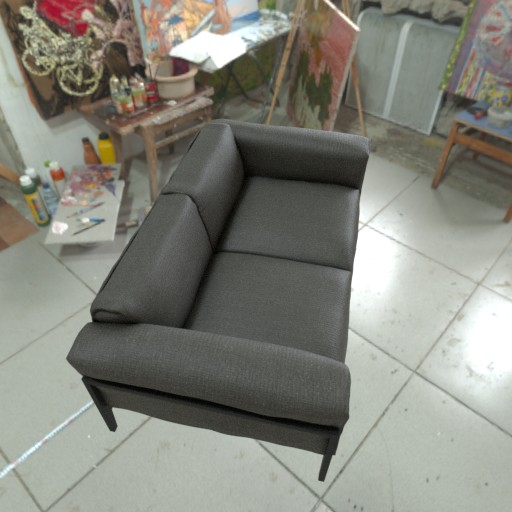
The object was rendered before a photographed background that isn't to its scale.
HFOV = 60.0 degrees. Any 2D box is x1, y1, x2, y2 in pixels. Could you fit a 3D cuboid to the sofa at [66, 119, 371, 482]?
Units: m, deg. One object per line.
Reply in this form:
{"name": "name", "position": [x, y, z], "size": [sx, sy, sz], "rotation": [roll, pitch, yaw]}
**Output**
{"name": "sofa", "position": [0.000, 0.000, 2.136], "size": [0.960, 0.656, 1.690], "rotation": [9, 46, 9]}
